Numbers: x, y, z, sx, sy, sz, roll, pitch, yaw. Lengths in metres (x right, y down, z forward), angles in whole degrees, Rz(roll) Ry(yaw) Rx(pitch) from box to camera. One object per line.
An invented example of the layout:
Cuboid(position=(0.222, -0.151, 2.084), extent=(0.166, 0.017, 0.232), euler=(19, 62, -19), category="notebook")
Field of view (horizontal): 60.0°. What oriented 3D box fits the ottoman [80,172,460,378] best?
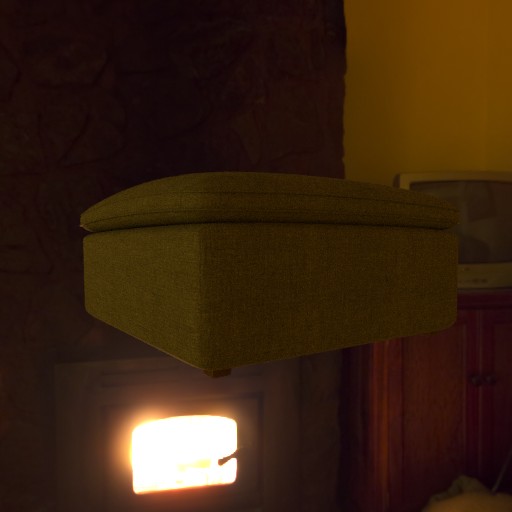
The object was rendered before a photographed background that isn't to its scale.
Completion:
Cuboid(position=(0.000, 0.000, 1.686), extent=(1.067, 0.559, 1.067), euler=(-1, 2, -34), category="ottoman")
